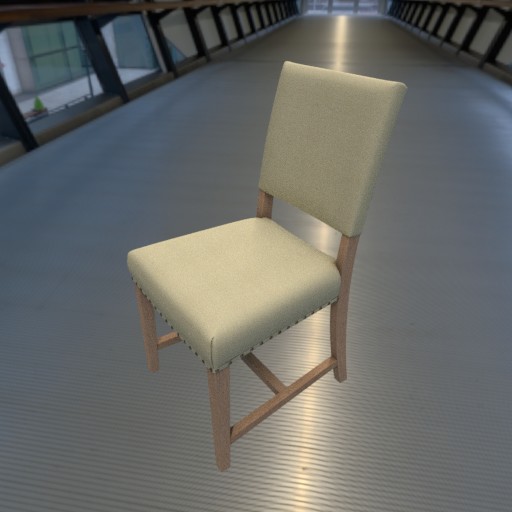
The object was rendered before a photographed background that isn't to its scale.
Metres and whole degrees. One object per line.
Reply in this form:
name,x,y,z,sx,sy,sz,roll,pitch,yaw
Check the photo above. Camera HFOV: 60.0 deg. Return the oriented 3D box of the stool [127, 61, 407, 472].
stool,0.000,0.000,1.325,0.623,0.986,0.508,-21,37,-30
